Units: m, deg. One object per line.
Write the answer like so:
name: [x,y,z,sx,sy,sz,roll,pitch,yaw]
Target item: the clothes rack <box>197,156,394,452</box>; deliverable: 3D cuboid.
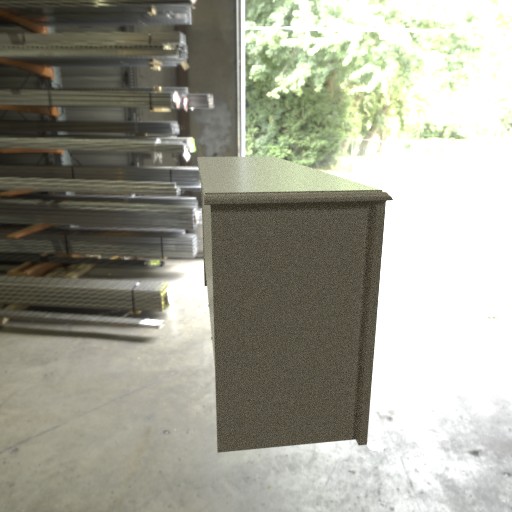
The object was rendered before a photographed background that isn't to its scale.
clothes rack: [0.000,0.000,1.344,0.324,0.531,1.120,-2,16,-8]
